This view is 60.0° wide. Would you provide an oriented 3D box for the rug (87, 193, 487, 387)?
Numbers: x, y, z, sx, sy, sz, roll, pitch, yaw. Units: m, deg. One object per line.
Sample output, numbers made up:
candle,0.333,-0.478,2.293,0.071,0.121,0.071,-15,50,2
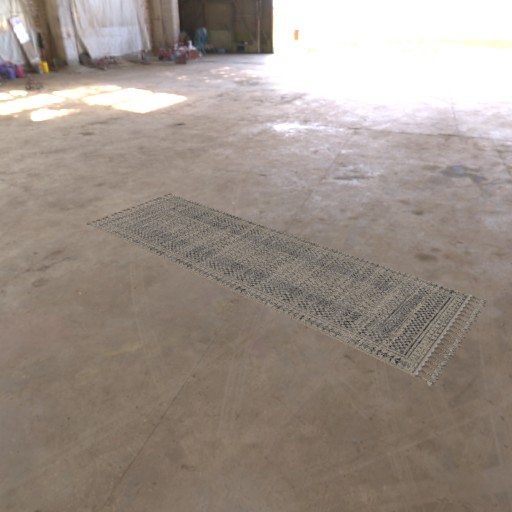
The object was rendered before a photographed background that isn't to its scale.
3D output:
rug,0.000,0.000,2.708,2.480,0.013,0.786,21,35,34
